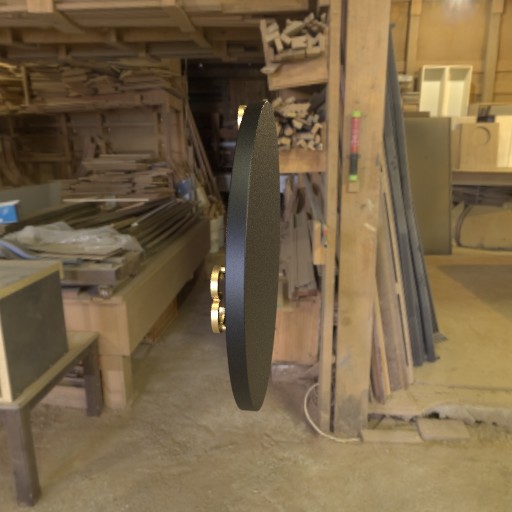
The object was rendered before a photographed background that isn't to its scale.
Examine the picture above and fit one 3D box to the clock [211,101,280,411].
[{"bbox_3d":[0.000,0.000,0.687,0.038,0.454,0.454,2,14,8],"label":"clock"}]
